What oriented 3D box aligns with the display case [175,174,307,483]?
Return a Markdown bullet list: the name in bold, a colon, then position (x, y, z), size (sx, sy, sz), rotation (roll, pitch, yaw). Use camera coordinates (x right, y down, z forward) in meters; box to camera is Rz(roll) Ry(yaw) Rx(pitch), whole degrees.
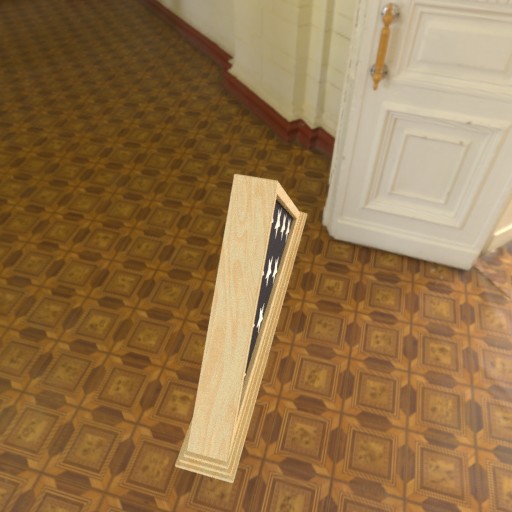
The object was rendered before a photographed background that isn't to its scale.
- **display case**: position (0.000, 0.000, 0.779), size (0.095, 0.340, 0.640), rotation (11, 48, 10)
